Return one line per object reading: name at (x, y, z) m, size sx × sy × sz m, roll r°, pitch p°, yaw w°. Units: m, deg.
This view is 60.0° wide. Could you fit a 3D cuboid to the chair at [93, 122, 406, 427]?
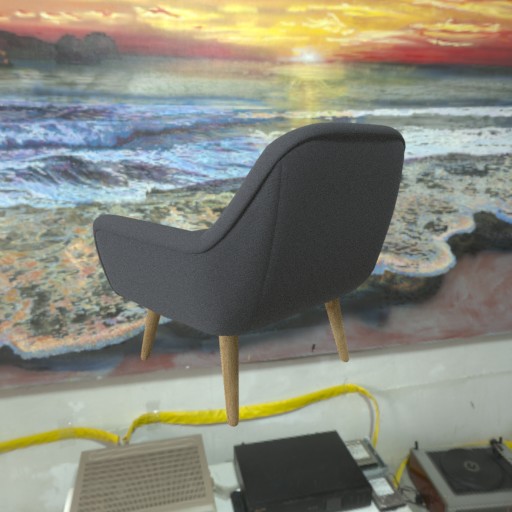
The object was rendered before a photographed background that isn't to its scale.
chair at (0.000, 0.000, 1.427) m, size 0.770 × 0.800 × 0.779 m, roll -13°, pitch 20°, yaw -42°
